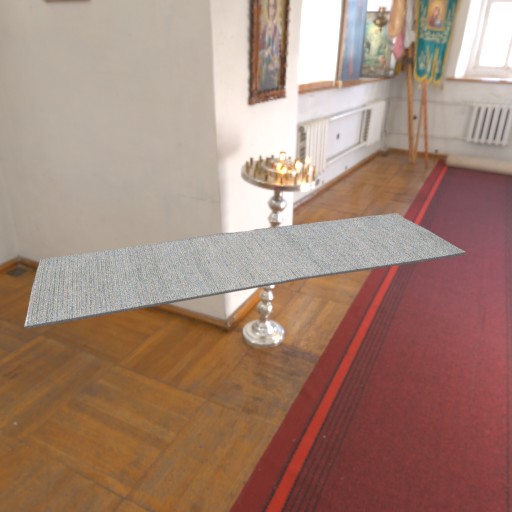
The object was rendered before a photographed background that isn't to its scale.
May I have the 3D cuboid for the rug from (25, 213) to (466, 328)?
[{"bbox_3d":[0.000,0.000,2.525,2.341,0.037,0.675,-8,28,-16],"label":"rug"}]
